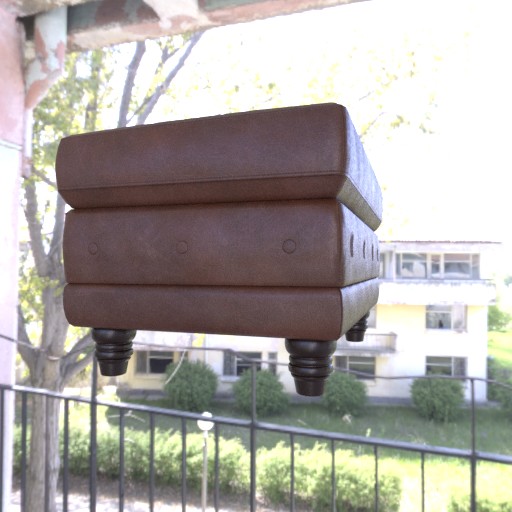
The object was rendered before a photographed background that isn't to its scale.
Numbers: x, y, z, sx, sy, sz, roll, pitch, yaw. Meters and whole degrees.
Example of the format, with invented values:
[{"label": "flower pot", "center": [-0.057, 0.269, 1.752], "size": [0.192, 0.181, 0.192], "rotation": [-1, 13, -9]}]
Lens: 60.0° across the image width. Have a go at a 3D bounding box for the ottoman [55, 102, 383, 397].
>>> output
[{"label": "ottoman", "center": [0.000, 0.000, 1.150], "size": [0.588, 0.509, 0.795], "rotation": [-1, -2, 20]}]
